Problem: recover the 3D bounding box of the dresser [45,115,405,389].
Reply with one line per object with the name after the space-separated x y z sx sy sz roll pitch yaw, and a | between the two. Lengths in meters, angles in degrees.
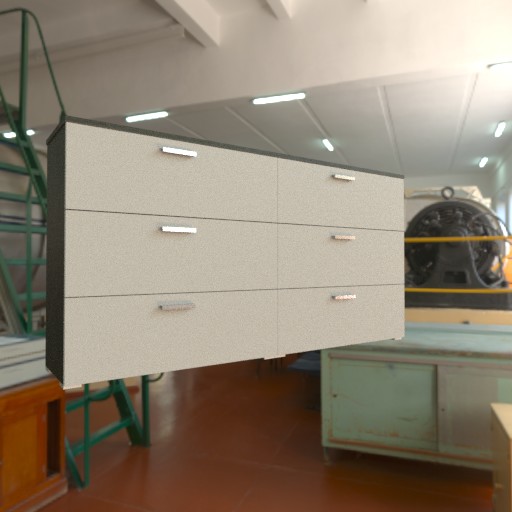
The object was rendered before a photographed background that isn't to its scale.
0.000 0.000 1.825 1.535 0.790 0.333 1 -1 -34 | dresser
